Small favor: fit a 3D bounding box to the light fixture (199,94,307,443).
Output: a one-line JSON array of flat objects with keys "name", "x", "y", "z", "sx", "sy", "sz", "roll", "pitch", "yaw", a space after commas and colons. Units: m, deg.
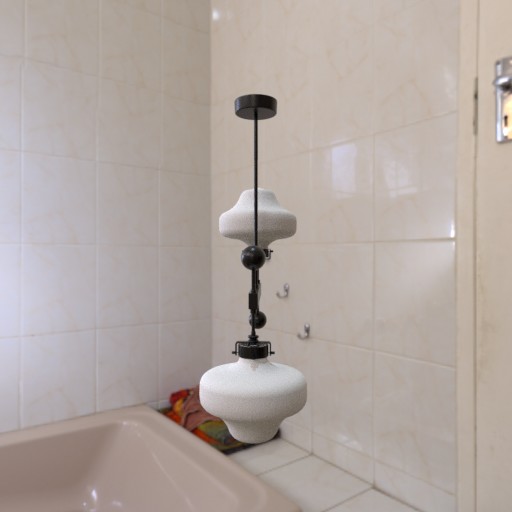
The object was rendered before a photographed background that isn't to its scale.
[{"name": "light fixture", "x": 0.000, "y": 0.000, "z": 1.065, "sx": 0.422, "sy": 0.743, "sz": 0.489, "roll": 0, "pitch": 0, "yaw": -35}]
